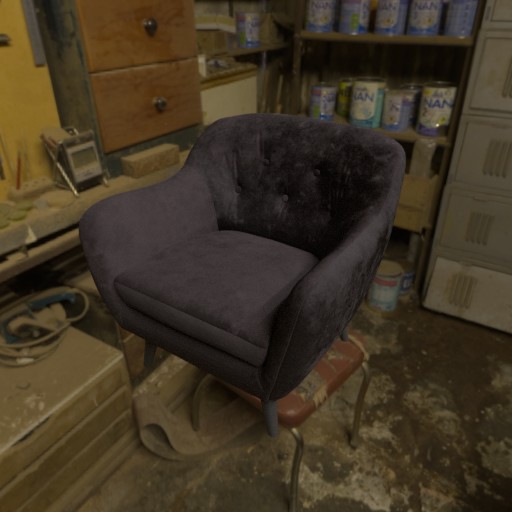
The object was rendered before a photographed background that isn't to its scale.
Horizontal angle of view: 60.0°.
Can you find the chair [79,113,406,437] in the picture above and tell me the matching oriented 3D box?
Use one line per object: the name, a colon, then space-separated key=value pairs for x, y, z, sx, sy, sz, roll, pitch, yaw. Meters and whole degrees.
chair: x=0.000 y=0.000 z=1.541 sx=0.840 sy=0.807 sz=0.819 roll=18 pitch=34 yaw=29
